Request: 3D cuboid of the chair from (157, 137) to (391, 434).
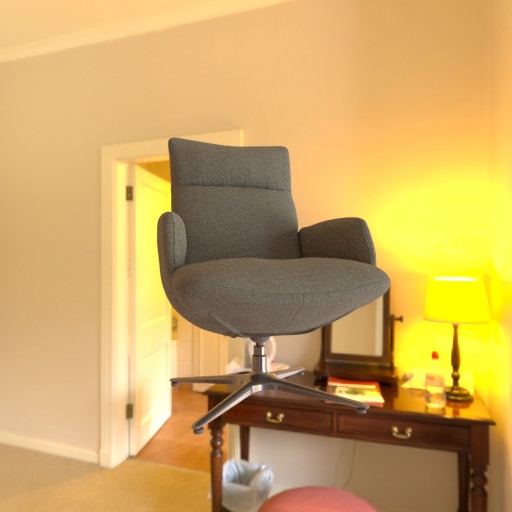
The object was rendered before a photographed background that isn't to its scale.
[{"bbox_3d":[0.000,0.000,1.581,0.702,0.984,0.831,0,0,-18],"label":"chair"}]
